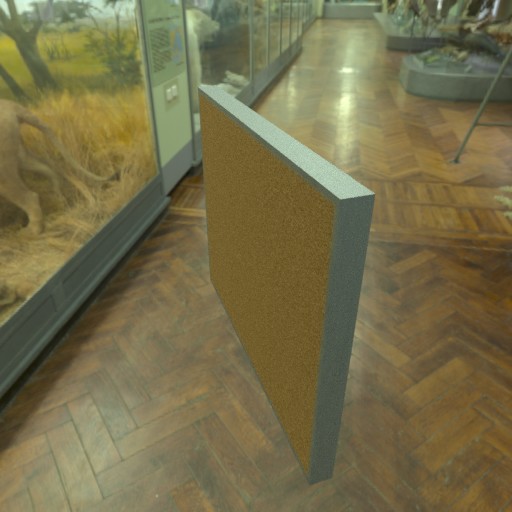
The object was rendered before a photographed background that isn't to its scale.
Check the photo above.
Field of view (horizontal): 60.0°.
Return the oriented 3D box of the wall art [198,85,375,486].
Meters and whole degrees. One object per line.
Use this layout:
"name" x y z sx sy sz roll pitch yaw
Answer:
"wall art" 0.000 0.000 0.752 0.037 0.450 0.557 -11 33 -17
